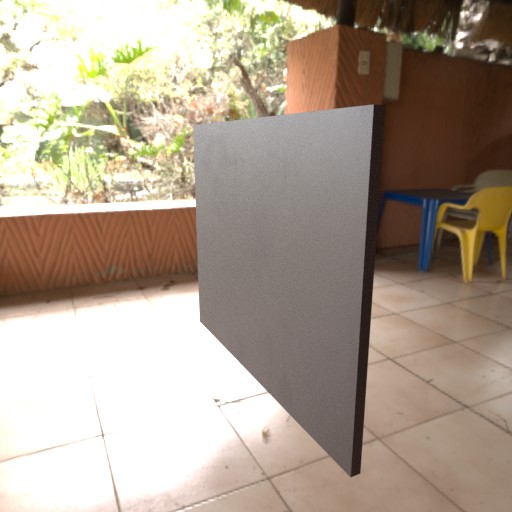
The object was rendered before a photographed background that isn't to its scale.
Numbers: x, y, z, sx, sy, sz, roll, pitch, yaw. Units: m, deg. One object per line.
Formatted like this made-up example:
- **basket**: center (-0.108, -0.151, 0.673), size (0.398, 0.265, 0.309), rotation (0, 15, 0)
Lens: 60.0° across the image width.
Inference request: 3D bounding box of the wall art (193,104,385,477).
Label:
- **wall art**: center (0.000, 0.000, 1.605), size (0.034, 0.952, 1.207), rotation (-7, 16, -26)
